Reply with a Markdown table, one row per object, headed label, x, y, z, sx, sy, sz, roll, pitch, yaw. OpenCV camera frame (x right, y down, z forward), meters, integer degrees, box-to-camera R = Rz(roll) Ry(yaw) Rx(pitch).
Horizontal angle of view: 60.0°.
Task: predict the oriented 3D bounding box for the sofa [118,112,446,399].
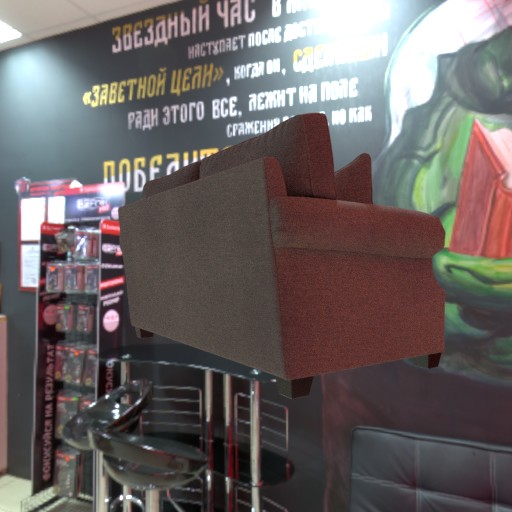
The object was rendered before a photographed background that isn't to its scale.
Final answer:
| label | x | y | z | sx | sy | sz | roll | pitch | yaw |
| --- | --- | --- | --- | --- | --- | --- | --- | --- | --- |
| sofa | 0.000 | 0.000 | 2.279 | 0.966 | 0.966 | 1.701 | 1 | -1 | -34 |
